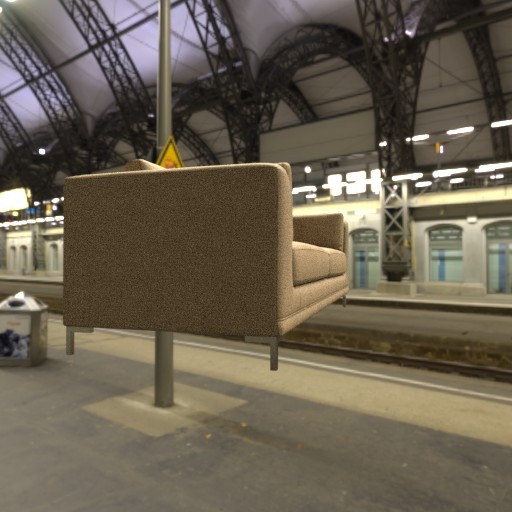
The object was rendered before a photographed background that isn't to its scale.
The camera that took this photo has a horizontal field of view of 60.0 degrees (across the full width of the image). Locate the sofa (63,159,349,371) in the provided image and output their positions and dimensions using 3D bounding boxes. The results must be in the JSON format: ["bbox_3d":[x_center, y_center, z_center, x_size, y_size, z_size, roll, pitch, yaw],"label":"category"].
[{"bbox_3d":[0.000,0.000,2.883,0.969,0.867,2.415,0,-1,17],"label":"sofa"}]
